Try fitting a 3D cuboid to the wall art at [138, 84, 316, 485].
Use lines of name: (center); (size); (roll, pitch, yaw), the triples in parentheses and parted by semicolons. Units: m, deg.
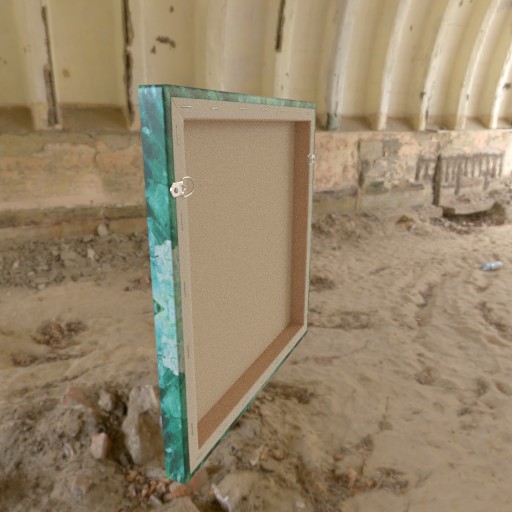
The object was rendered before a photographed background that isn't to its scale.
wall art: (0.000, 0.000, 0.749); (0.038, 0.508, 0.507); (8, 18, 24)
